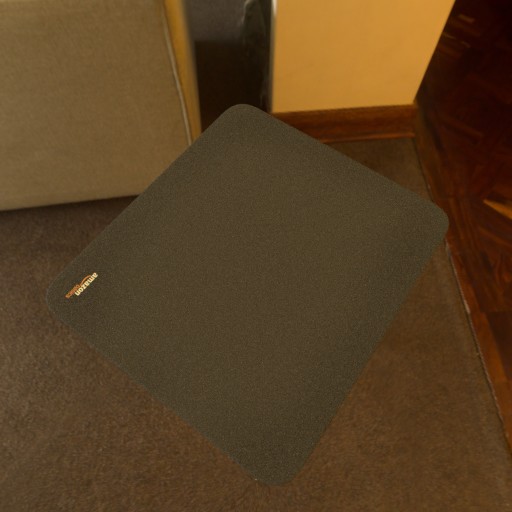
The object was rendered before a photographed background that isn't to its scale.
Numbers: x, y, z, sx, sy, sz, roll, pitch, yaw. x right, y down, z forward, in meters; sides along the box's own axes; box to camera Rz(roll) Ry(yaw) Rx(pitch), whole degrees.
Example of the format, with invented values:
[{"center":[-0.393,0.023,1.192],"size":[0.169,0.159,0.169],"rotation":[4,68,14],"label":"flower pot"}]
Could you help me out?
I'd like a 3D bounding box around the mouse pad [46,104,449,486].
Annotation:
[{"center":[0.000,0.000,0.315],"size":[0.203,0.003,0.229],"rotation":[33,68,15],"label":"mouse pad"}]
